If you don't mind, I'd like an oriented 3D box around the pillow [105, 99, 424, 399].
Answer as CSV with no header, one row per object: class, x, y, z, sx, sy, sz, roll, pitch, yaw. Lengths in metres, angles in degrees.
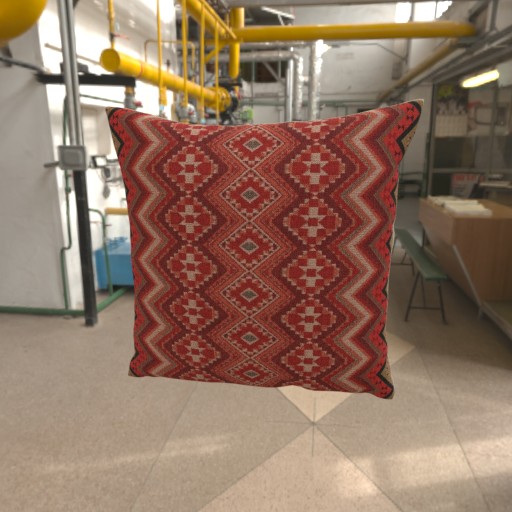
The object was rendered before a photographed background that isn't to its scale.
pillow,0.000,0.000,0.773,0.513,0.511,0.158,2,15,9
